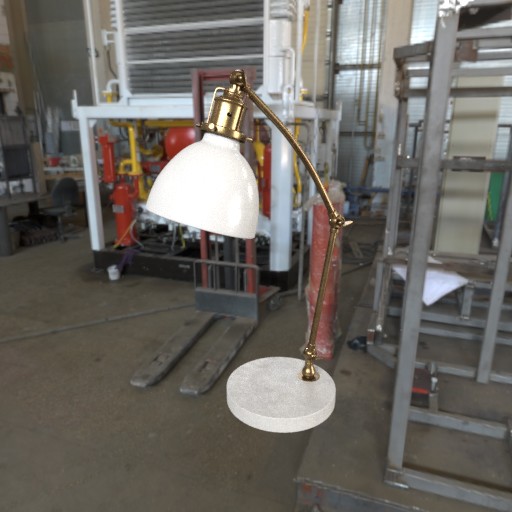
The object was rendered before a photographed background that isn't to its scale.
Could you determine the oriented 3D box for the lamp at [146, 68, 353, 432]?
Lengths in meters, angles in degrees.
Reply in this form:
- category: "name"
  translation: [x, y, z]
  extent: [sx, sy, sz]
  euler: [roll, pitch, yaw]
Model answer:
- category: "lamp"
  translation: [0.000, 0.000, 0.673]
  extent: [0.317, 0.522, 0.186]
  euler: [-8, 18, -24]
